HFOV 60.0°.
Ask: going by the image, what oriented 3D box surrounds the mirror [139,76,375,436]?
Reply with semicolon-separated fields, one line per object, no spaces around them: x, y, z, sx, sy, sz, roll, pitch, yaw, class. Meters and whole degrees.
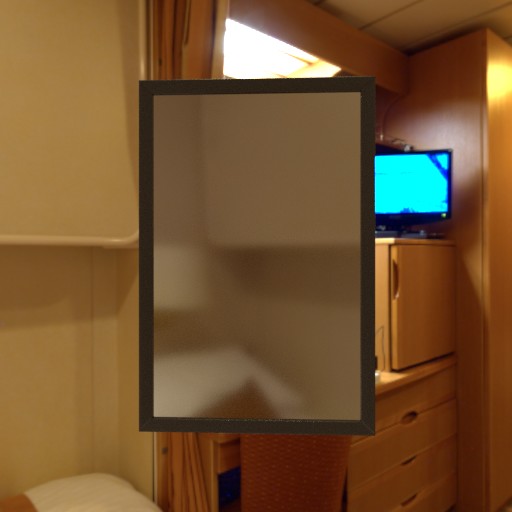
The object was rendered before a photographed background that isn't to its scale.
0.000;0.000;1.160;0.609;0.915;0.040;0;0;3;mirror
